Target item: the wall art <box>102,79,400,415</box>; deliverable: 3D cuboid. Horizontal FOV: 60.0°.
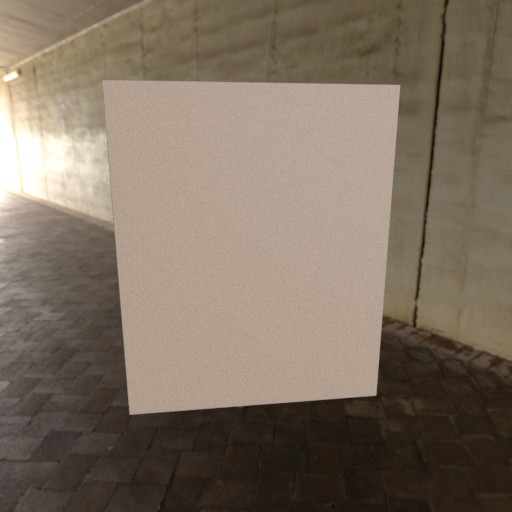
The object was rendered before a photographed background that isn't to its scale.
[{"bbox_3d":[0.000,0.000,0.753,0.452,0.549,0.038,-2,15,-7],"label":"wall art"}]
